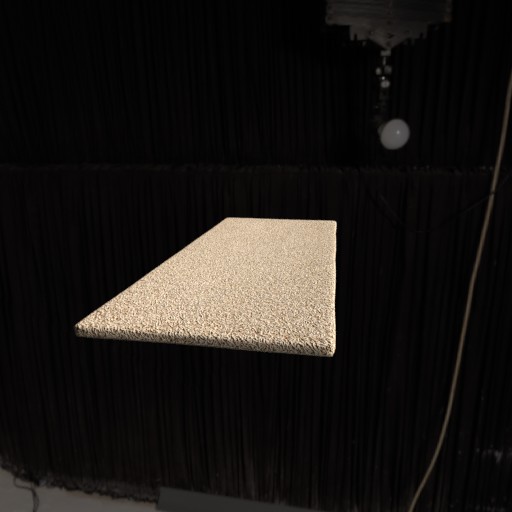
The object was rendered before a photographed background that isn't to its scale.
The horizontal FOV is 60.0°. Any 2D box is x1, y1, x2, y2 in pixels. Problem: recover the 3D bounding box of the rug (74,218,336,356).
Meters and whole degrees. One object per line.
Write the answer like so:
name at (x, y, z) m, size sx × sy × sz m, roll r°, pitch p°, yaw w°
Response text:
rug at (0.000, 0.000, 1.714) m, size 0.609 × 0.030 × 1.524 m, roll 3°, pitch 15°, yaw 10°
